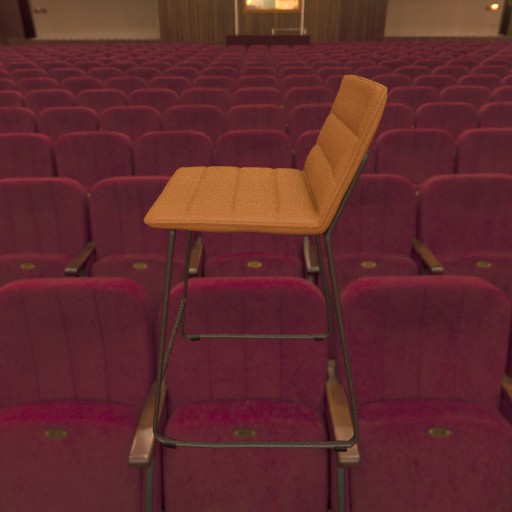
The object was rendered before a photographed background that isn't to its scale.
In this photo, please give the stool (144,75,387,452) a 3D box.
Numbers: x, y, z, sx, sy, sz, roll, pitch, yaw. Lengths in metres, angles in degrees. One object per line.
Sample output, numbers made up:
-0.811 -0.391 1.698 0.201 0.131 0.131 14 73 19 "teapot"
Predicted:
0.000 0.000 1.158 0.524 0.866 0.489 0 25 0 "stool"
